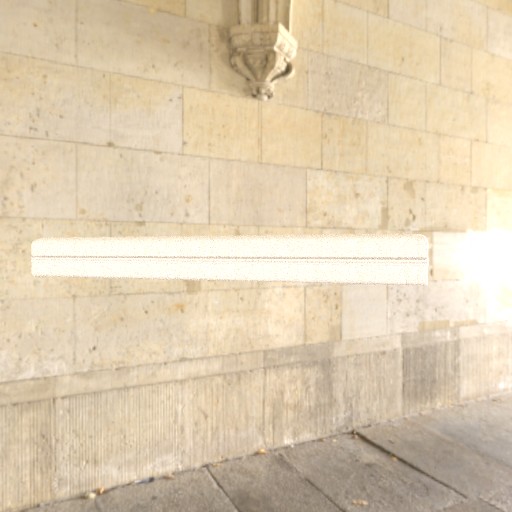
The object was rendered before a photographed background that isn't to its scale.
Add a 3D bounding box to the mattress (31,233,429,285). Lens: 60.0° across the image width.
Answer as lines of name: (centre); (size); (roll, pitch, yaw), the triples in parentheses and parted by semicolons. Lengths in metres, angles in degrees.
mattress: (0.000, 0.000, 2.710); (1.900, 0.200, 1.600); (0, 1, 19)
